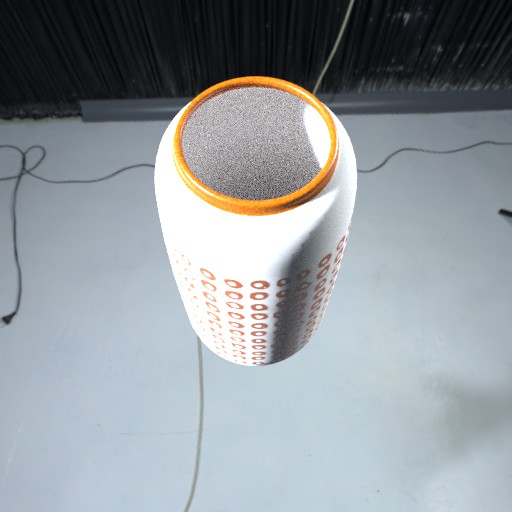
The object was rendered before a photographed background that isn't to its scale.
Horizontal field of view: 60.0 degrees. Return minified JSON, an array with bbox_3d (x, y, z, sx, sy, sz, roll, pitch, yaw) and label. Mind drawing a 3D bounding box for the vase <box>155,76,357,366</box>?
[{"bbox_3d":[0.000,0.000,0.347,0.133,0.282,0.133,0,65,0],"label":"vase"}]
